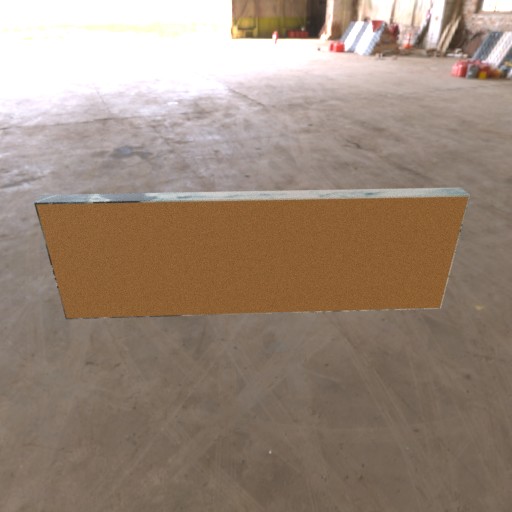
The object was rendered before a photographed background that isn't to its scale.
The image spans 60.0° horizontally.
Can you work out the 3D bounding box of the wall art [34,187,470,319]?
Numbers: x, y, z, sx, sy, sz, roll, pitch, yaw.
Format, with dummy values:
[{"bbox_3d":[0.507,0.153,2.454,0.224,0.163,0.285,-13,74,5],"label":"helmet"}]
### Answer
[{"bbox_3d":[0.000,0.000,0.848,0.759,0.251,0.037,-1,30,-2],"label":"wall art"}]
